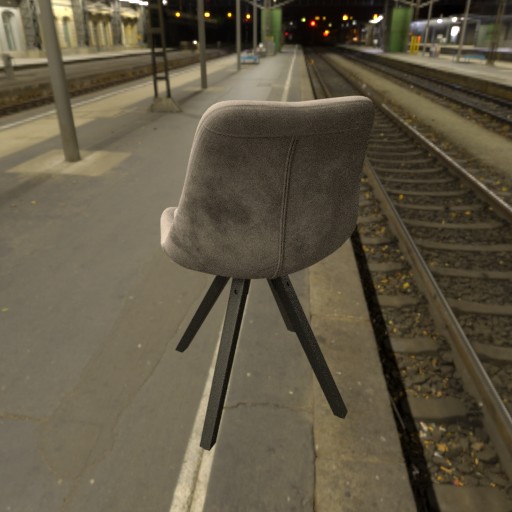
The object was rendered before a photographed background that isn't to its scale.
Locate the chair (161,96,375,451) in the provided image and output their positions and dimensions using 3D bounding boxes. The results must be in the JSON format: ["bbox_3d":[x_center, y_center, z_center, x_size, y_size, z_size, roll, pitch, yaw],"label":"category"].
[{"bbox_3d":[0.000,0.000,1.174,0.485,0.850,0.550,-7,27,-15],"label":"chair"}]
